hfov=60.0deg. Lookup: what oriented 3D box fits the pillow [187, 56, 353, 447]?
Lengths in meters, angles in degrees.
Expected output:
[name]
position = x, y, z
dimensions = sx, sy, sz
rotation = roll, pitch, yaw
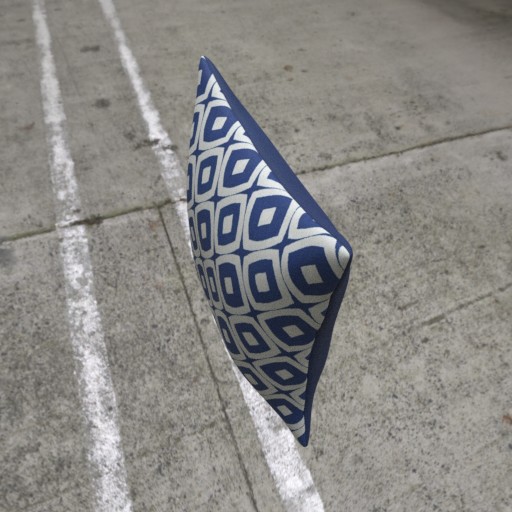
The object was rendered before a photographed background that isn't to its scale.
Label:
[pillow]
position = 0.000, 0.000, 0.762
dimensions = 0.188, 0.494, 0.504
rotation = -15, 48, -14
